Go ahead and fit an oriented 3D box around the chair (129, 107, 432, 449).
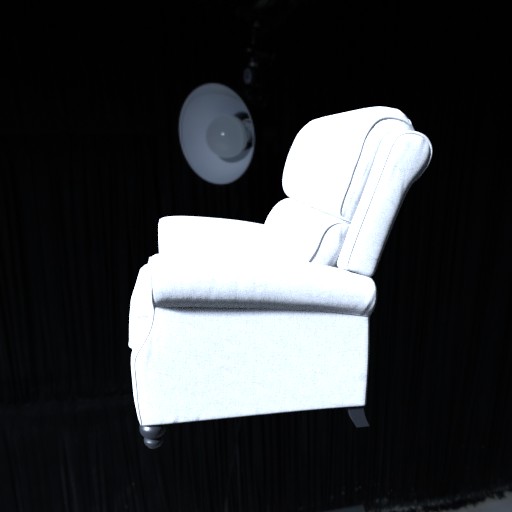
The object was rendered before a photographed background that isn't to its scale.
[{"bbox_3d":[0.000,0.000,1.679,0.919,1.046,0.859,-2,14,-9],"label":"chair"}]
